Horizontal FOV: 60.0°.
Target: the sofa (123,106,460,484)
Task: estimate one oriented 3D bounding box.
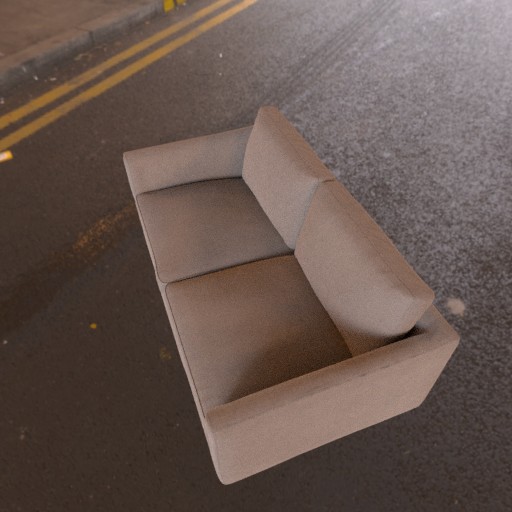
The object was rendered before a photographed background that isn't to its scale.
[{"bbox_3d":[0.000,0.000,2.447,1.091,0.839,1.905,-15,48,-14],"label":"sofa"}]
